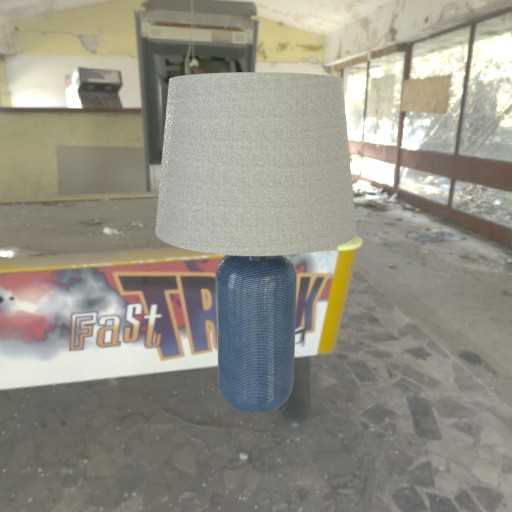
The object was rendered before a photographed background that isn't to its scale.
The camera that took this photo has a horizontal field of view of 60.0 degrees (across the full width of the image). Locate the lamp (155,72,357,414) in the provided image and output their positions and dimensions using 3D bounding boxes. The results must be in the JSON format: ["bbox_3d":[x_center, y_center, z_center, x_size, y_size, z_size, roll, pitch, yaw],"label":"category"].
[{"bbox_3d":[0.000,0.000,0.581,0.253,0.428,0.253,0,17,0],"label":"lamp"}]
